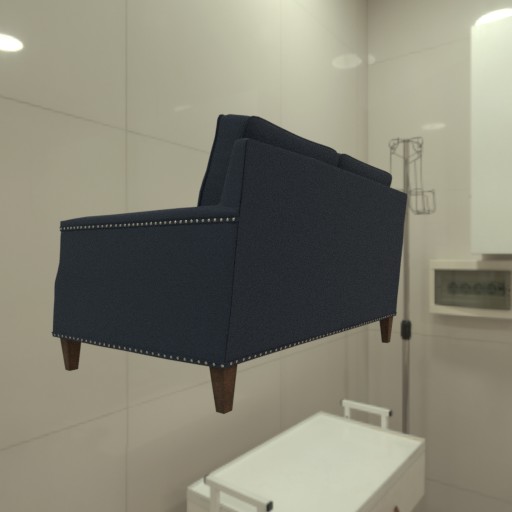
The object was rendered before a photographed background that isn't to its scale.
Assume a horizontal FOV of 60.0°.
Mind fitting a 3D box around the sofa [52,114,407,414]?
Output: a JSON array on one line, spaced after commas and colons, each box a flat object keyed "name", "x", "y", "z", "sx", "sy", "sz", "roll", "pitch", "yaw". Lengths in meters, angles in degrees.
[{"name": "sofa", "x": 0.000, "y": 0.000, "z": 2.252, "sx": 1.084, "sy": 1.003, "sz": 1.597, "roll": 0, "pitch": 0, "yaw": 37}]
